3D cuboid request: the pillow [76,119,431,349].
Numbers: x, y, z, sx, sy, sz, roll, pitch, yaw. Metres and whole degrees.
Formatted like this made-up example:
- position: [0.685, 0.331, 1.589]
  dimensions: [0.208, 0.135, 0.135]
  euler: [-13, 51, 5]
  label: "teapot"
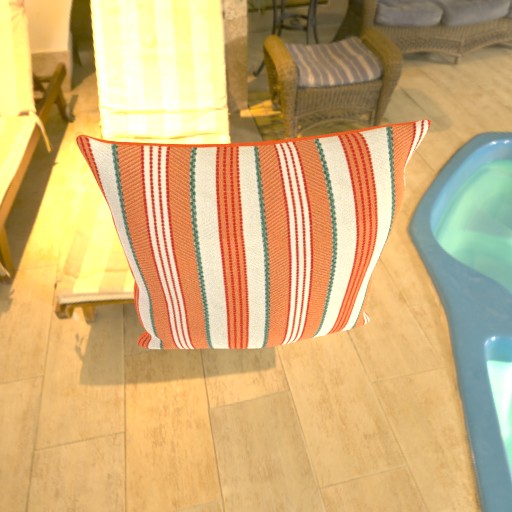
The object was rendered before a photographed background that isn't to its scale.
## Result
- position: [0.000, 0.000, 0.680]
  dimensions: [0.440, 0.441, 0.182]
  euler: [-5, 46, -5]
  label: "pillow"
